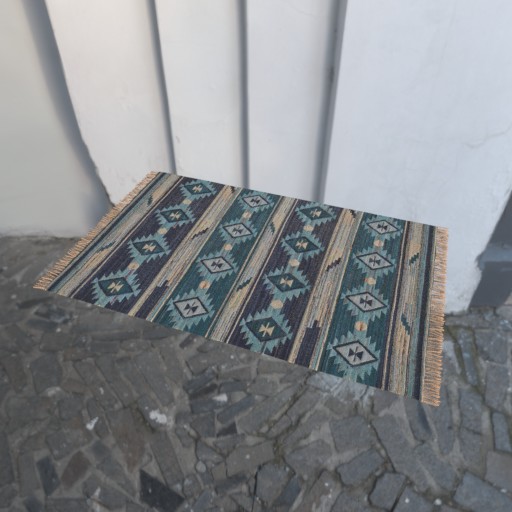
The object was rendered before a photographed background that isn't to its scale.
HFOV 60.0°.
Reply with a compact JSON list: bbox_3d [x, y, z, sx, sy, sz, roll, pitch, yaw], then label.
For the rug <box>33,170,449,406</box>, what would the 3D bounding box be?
[{"bbox_3d":[0.000,0.000,2.362,1.936,0.028,1.181,13,43,15],"label":"rug"}]
